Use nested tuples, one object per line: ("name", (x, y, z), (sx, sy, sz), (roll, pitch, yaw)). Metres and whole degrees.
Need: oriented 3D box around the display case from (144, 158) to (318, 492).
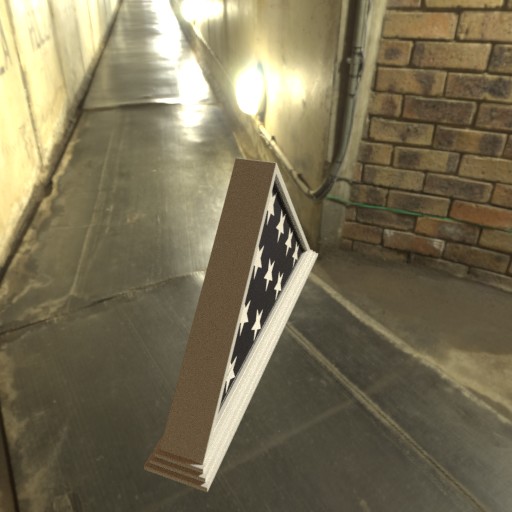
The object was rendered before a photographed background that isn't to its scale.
("display case", (0.000, 0.000, 0.763), (0.095, 0.340, 0.640), (10, 33, 17))
